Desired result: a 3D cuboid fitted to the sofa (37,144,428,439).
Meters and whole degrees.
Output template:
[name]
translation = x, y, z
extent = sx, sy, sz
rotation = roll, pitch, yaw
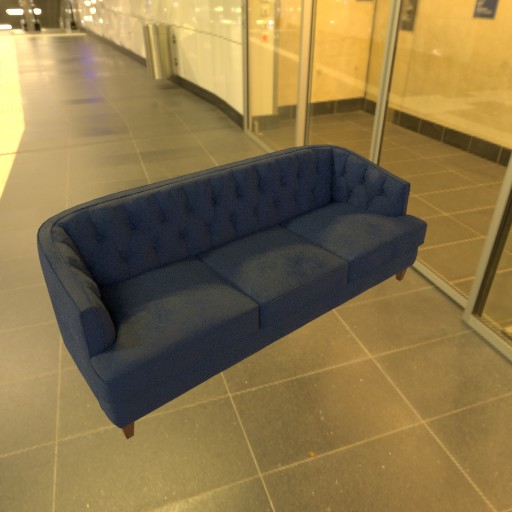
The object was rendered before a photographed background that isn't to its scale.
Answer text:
[sofa]
translation = 0.000, 0.000, 2.675
extent = 2.278, 0.855, 0.941
rotation = -22, 38, -32
